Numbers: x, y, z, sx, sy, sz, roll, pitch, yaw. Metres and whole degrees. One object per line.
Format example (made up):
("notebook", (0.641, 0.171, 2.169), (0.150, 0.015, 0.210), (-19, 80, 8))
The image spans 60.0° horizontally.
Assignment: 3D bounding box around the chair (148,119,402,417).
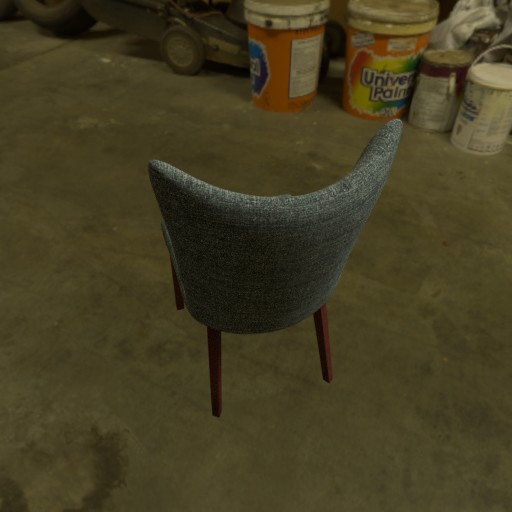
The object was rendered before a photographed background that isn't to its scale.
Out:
("chair", (0.000, 0.000, 1.298), (0.535, 0.924, 0.623), (-13, 44, -14))
